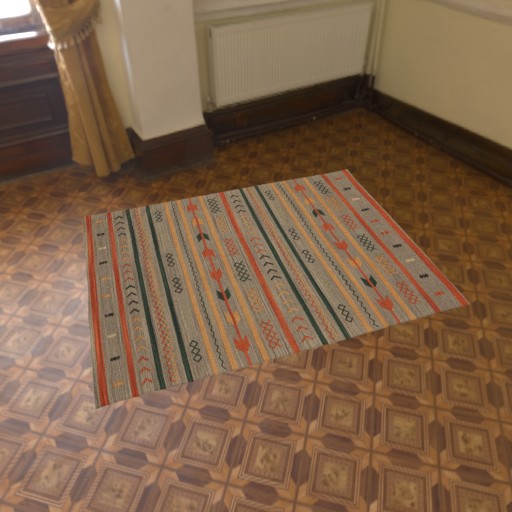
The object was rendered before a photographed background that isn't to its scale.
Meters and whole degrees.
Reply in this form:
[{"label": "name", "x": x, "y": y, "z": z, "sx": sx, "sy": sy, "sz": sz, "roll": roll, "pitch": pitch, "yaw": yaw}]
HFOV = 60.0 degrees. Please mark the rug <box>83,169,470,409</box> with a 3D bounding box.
[{"label": "rug", "x": 0.000, "y": 0.000, "z": 4.127, "sx": 3.029, "sy": 0.022, "sz": 2.263, "roll": -12, "pitch": 43, "yaw": -13}]
